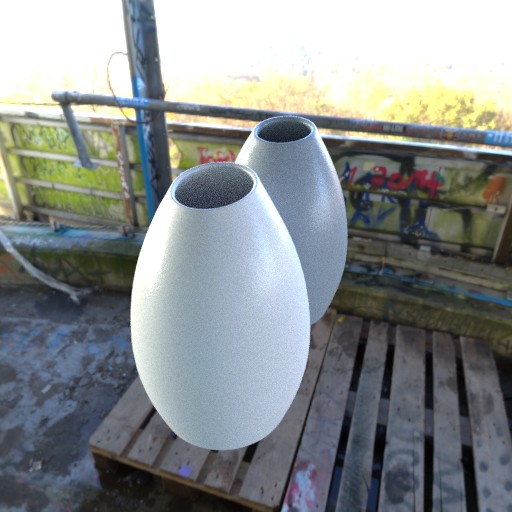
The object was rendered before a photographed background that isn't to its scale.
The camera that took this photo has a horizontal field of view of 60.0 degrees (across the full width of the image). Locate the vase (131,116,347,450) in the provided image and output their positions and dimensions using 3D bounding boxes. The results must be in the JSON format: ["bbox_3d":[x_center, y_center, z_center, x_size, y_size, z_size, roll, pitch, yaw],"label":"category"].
[{"bbox_3d":[0.000,0.000,0.257,0.089,0.131,0.187,11,32,18],"label":"vase"}]
